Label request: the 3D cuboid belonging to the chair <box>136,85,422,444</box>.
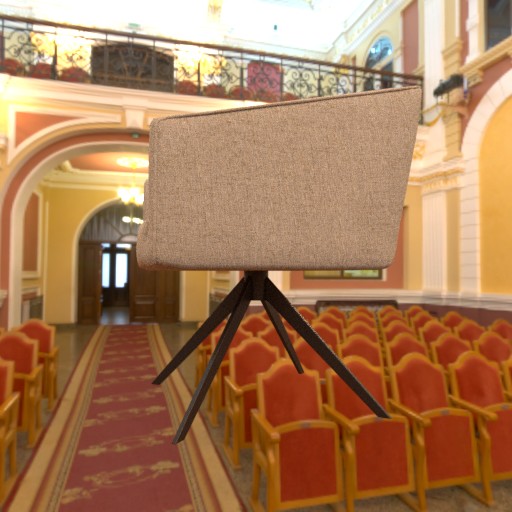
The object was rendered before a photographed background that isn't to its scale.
[{"bbox_3d":[0.000,0.000,1.196,0.623,0.760,0.628,1,-2,-15],"label":"chair"}]
